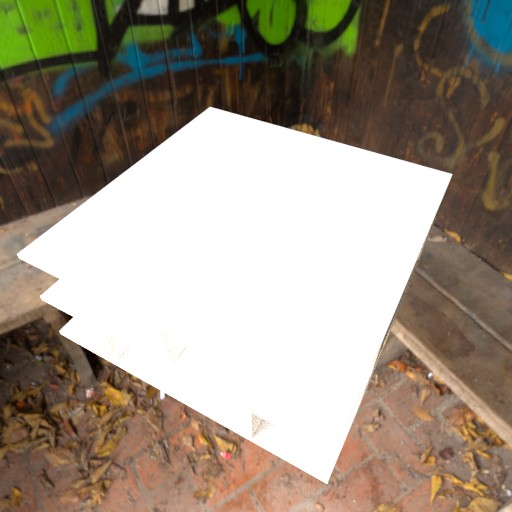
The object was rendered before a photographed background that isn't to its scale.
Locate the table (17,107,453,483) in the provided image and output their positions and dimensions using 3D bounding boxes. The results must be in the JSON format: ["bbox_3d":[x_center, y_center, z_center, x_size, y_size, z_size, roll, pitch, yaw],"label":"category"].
[{"bbox_3d":[0.000,0.000,1.081,0.700,0.289,0.700,22,49,20],"label":"table"}]
